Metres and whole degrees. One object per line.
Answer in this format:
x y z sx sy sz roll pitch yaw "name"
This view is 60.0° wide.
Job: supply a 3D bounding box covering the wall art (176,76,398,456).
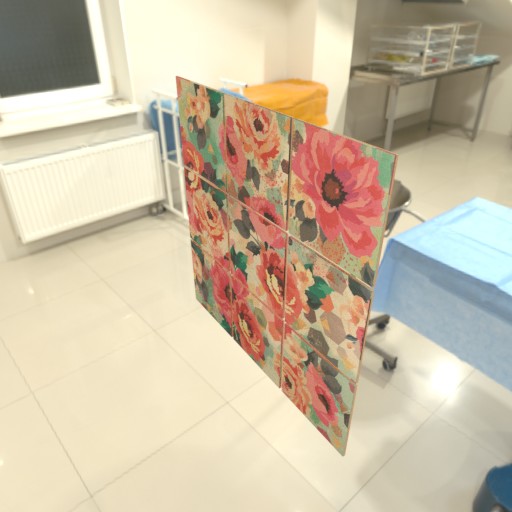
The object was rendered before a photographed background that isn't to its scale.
0.000 0.000 1.832 0.013 1.220 1.216 -20 38 -29 "wall art"
